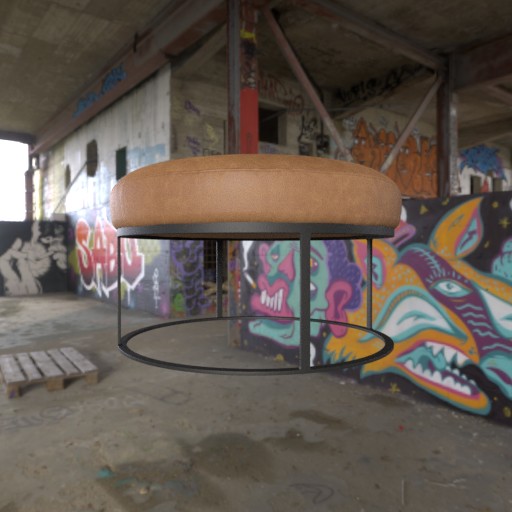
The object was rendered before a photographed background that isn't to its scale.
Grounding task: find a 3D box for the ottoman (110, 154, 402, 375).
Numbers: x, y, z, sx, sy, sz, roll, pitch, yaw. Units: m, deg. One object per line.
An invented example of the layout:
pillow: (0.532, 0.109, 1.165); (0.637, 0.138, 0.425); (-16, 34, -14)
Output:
ottoman: (0.000, 0.000, 1.233); (0.771, 0.460, 0.771); (0, 1, 0)
